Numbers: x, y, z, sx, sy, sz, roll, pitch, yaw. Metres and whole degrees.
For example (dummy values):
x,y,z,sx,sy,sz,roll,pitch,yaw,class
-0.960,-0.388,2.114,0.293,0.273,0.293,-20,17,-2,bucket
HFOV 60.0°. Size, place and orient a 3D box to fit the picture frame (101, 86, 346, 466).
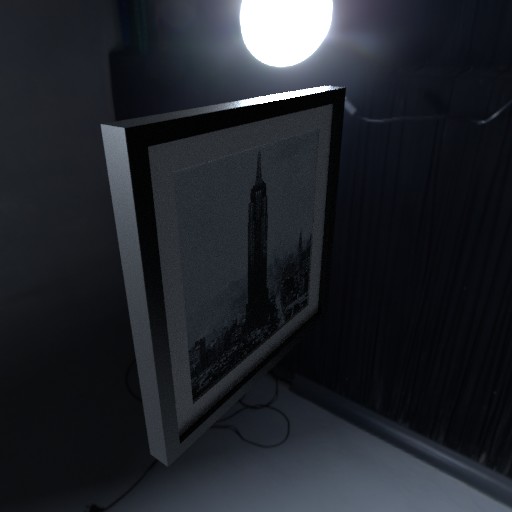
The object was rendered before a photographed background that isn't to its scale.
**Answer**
x,y,z,sx,sy,sz,roll,pitch,yaw,class
0.000,0.000,0.530,0.029,0.353,0.355,18,32,32,picture frame
